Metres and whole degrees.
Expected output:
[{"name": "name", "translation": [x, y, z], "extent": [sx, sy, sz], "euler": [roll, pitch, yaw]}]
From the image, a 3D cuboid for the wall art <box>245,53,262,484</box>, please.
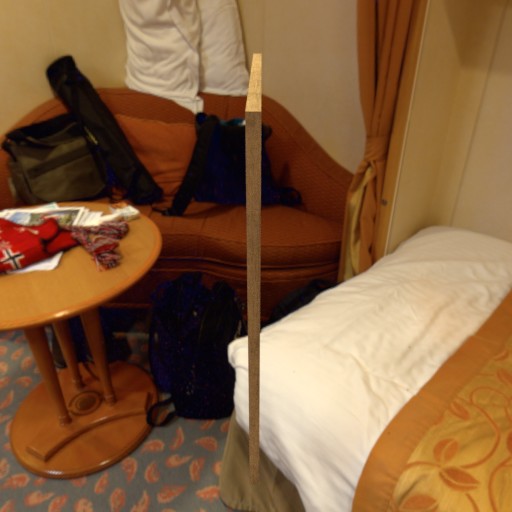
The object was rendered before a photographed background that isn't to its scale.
[{"name": "wall art", "translation": [0.000, 0.000, 0.891], "extent": [0.018, 0.686, 0.534], "euler": [0, 31, 1]}]
